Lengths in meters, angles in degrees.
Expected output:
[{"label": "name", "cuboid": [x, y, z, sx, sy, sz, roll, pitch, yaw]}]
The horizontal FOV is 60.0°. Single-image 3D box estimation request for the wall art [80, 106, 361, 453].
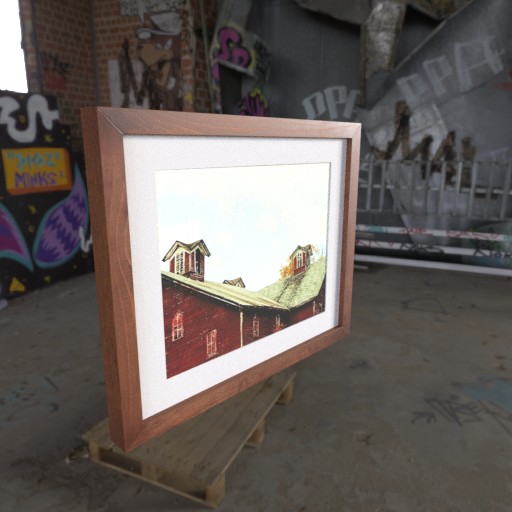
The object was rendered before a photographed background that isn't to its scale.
[{"label": "wall art", "cuboid": [0.000, 0.000, 0.550, 0.030, 0.328, 0.401, 13, 19, 43]}]
